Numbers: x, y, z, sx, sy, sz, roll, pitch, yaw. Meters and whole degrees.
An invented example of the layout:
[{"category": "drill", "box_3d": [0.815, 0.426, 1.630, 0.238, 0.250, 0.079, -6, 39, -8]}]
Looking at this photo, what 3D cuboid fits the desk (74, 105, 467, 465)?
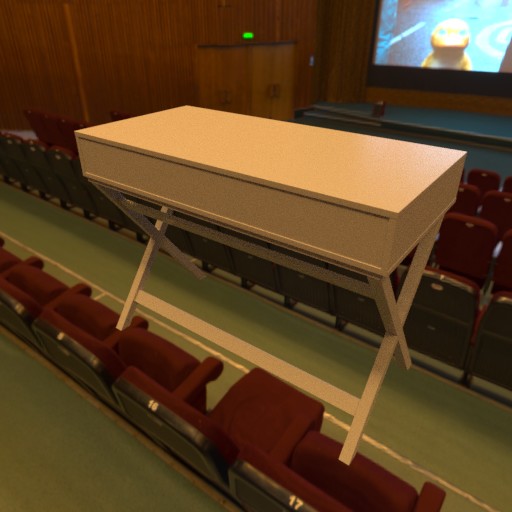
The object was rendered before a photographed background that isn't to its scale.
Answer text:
[{"category": "desk", "box_3d": [0.000, 0.000, 1.496, 1.059, 0.780, 0.509, 20, 35, 31]}]
